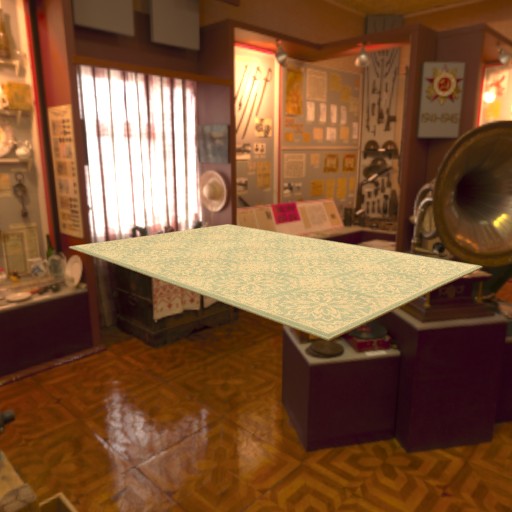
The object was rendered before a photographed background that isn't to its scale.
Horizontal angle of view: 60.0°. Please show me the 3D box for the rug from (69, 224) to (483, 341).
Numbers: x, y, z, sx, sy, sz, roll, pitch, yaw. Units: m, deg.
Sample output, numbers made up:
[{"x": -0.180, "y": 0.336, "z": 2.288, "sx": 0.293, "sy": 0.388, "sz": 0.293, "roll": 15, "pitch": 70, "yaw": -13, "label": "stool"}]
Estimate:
[{"x": 0.000, "y": 0.000, "z": 3.477, "sx": 1.819, "sy": 0.018, "sz": 2.746, "roll": -12, "pitch": 18, "yaw": -43, "label": "rug"}]
